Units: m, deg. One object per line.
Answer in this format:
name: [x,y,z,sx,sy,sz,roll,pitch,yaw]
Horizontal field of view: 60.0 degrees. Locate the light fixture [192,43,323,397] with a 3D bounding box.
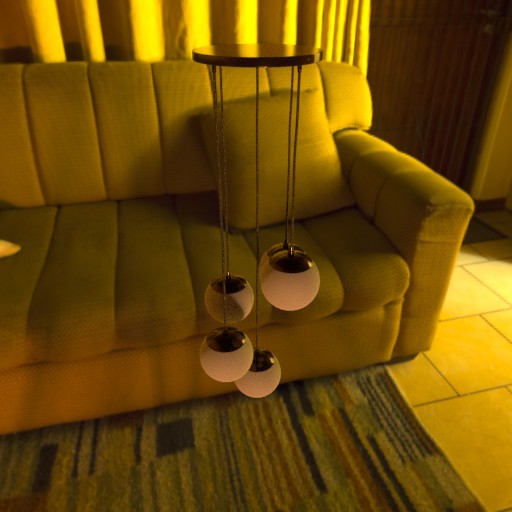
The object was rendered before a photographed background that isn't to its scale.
light fixture: [0.000,0.000,1.497,0.484,1.271,0.489,-19,36,-30]
